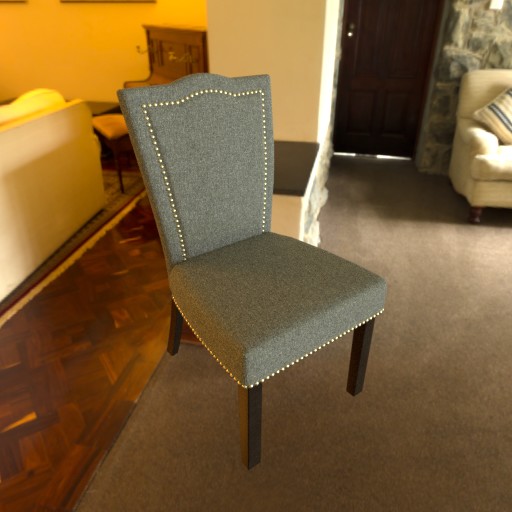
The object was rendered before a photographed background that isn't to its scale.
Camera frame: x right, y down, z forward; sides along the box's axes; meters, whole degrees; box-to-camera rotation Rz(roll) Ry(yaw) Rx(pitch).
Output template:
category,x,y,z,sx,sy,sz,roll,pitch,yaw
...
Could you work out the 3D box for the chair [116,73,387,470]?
category,x,y,z,sx,sy,sz,roll,pitch,yaw
chair,0.000,0.000,1.294,0.518,0.946,0.589,-21,35,-32
